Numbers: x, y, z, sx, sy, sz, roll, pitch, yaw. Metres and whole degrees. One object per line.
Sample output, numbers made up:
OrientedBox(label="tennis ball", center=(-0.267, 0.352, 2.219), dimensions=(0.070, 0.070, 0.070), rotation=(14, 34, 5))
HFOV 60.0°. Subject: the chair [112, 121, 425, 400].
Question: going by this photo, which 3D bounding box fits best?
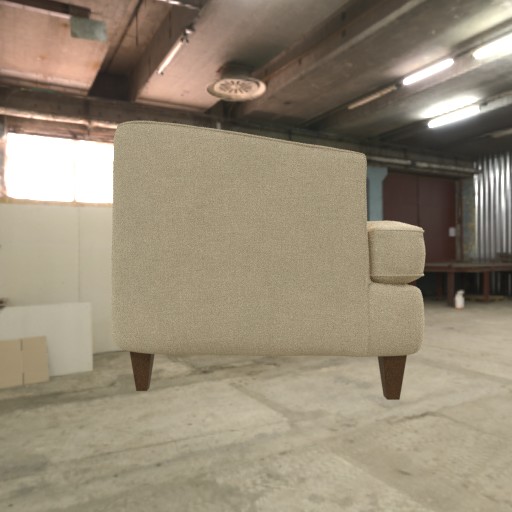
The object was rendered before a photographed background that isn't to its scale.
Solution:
OrientedBox(label="chair", center=(0.000, 0.000, 1.708), dimensions=(0.914, 0.787, 1.118), rotation=(0, 0, -1))
